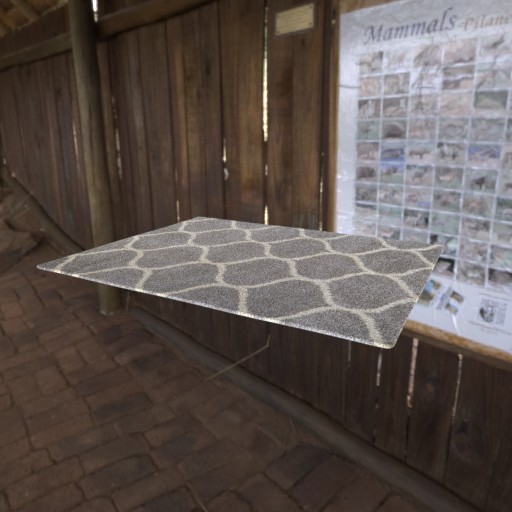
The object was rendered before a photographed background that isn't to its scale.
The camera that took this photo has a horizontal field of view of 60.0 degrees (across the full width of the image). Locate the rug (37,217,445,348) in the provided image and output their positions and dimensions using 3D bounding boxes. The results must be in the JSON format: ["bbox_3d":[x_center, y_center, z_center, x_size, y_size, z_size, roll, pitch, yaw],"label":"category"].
[{"bbox_3d":[0.000,0.000,4.101,3.000,0.026,2.399,9,19,27],"label":"rug"}]
